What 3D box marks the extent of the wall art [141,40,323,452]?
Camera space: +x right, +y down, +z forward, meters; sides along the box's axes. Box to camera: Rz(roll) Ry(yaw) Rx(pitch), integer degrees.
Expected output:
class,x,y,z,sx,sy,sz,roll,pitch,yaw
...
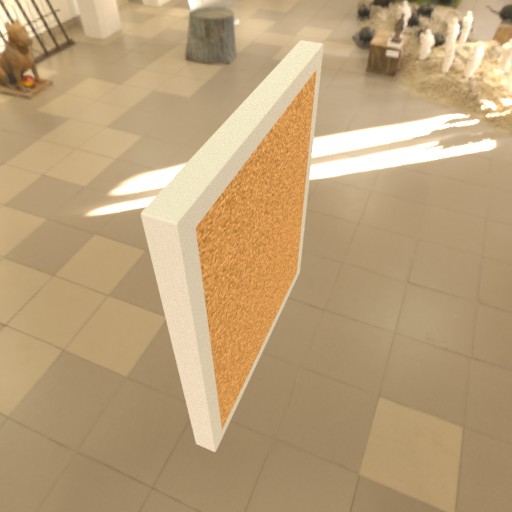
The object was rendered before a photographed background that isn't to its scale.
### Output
class,x,y,z,sx,sy,sz,roll,pitch,yaw
wall art,0.000,0.000,0.529,0.028,0.381,0.331,17,48,16
